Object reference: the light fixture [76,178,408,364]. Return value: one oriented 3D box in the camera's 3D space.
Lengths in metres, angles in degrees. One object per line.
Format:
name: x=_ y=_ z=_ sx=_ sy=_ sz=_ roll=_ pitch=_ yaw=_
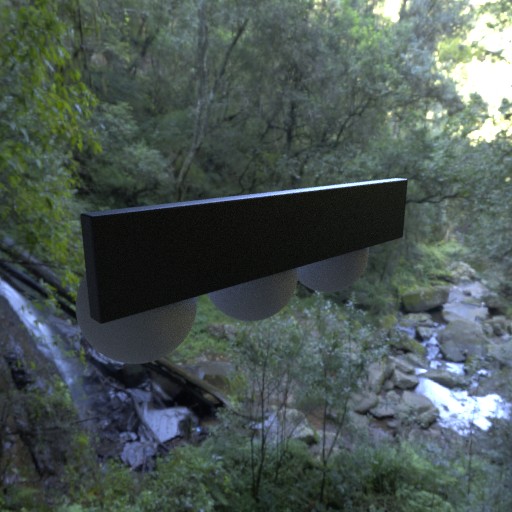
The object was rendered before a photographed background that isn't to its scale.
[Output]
light fixture: x=0.000 y=0.000 z=0.850 sx=0.721 sy=0.263 sz=0.218 roll=-13 pitch=20 yaw=-42
